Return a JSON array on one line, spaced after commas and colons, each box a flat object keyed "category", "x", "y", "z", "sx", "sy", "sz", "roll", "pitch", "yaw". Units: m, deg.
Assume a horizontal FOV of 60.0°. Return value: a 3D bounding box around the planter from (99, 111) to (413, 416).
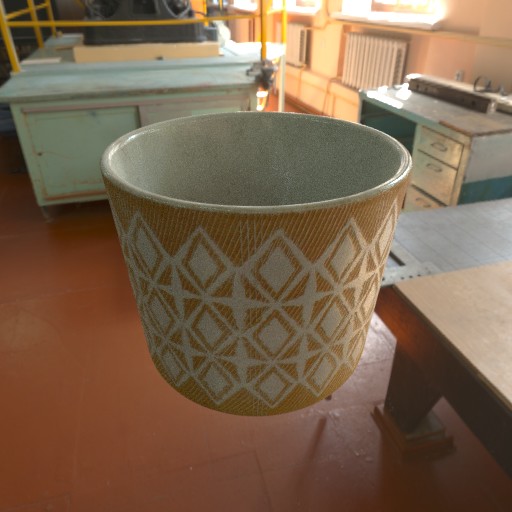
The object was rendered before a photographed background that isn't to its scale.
[{"category": "planter", "x": 0.000, "y": 0.000, "z": 0.327, "sx": 0.193, "sy": 0.165, "sz": 0.193, "roll": 0, "pitch": 31, "yaw": 0}]
